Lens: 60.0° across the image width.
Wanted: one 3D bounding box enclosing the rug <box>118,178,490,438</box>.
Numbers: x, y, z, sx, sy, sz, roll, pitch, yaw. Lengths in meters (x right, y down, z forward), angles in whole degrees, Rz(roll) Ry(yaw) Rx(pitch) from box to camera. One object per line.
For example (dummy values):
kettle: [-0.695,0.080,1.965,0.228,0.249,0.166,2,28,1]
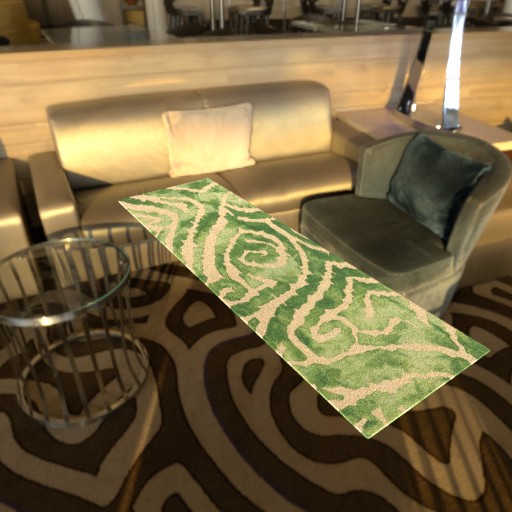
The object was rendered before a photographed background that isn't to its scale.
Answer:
rug: [0.000,0.000,2.577,0.761,0.006,2.438,-20,37,-29]
